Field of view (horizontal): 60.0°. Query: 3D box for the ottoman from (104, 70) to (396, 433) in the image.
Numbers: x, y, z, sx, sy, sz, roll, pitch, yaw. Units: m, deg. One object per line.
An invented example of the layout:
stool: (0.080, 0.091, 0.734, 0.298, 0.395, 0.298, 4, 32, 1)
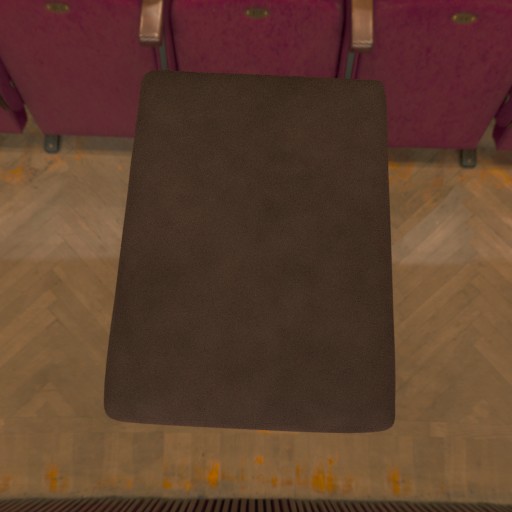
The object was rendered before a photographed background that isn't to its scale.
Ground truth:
ottoman: (0.000, 0.000, 1.105, 0.574, 0.497, 0.773, 2, 76, 1)
